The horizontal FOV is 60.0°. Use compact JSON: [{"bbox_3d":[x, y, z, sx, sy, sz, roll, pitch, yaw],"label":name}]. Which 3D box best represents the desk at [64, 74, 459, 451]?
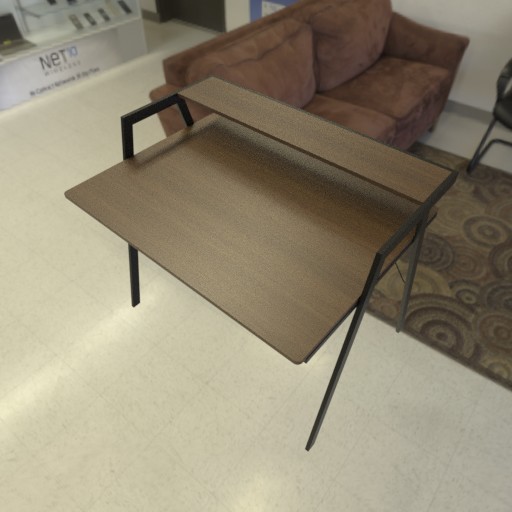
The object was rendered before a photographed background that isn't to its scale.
[{"bbox_3d":[0.000,0.000,1.887,1.143,0.998,0.936,32,54,27],"label":"desk"}]
